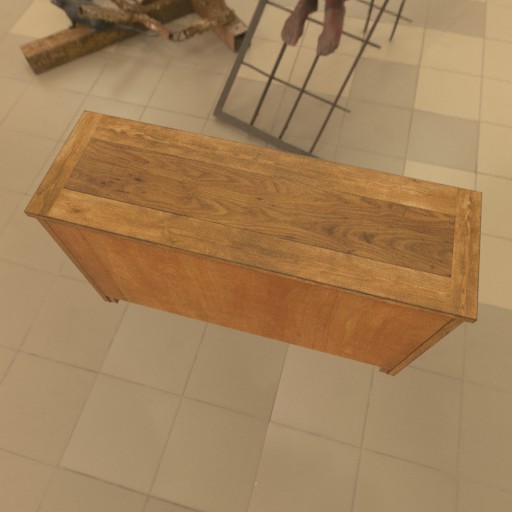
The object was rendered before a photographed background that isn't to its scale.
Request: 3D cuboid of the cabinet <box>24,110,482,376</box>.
[{"bbox_3d":[0.000,0.000,1.856,1.474,0.813,0.480,13,64,7],"label":"cabinet"}]
